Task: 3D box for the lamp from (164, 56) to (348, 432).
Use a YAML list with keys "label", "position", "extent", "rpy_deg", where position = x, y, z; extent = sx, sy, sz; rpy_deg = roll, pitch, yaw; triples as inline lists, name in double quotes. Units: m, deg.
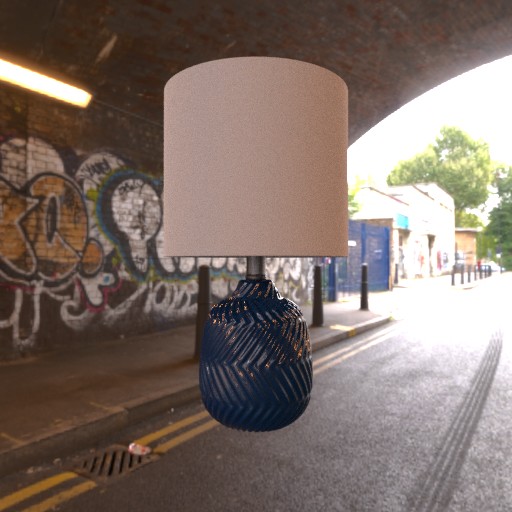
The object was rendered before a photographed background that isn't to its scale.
- label: "lamp"
  position: [0.000, 0.000, 0.498]
  extent: [0.203, 0.368, 0.203]
  rpy_deg: [0, -1, -18]
